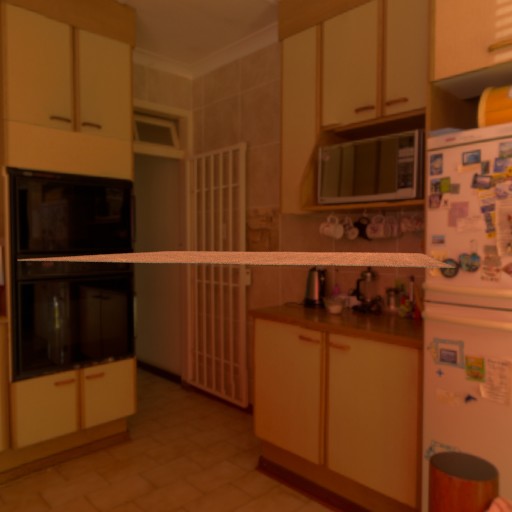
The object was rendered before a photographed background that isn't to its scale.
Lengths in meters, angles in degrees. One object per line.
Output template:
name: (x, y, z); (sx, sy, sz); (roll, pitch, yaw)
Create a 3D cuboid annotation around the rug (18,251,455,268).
rug: (0.000, 0.000, 4.054); (3.048, 0.013, 2.438); (1, 2, 16)
